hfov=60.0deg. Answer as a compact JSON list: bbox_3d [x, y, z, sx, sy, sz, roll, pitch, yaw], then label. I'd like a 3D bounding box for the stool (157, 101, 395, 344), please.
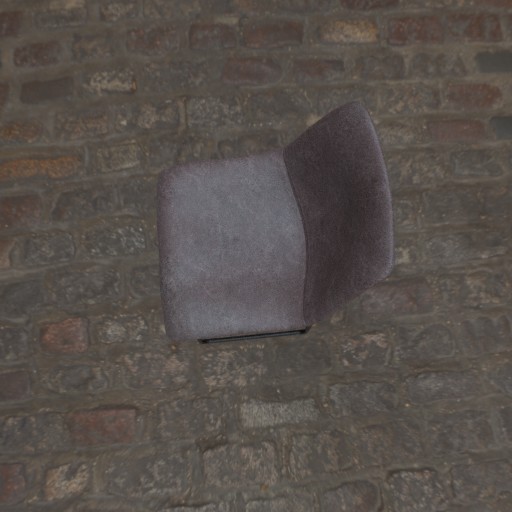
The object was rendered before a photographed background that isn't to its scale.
[{"bbox_3d":[0.000,0.000,1.420,0.561,1.082,0.514,-5,76,-1],"label":"stool"}]
